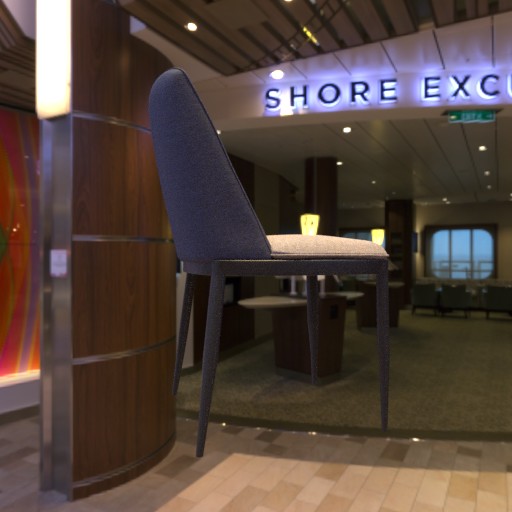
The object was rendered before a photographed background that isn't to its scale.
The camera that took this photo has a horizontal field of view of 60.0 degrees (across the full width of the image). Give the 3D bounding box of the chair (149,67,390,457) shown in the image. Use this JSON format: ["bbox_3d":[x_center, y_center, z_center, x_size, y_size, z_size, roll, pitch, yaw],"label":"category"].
[{"bbox_3d":[0.000,0.000,1.180,0.551,0.839,0.480,0,0,-17],"label":"chair"}]
